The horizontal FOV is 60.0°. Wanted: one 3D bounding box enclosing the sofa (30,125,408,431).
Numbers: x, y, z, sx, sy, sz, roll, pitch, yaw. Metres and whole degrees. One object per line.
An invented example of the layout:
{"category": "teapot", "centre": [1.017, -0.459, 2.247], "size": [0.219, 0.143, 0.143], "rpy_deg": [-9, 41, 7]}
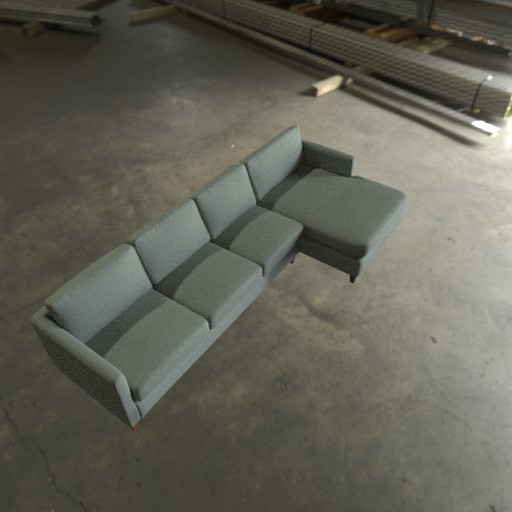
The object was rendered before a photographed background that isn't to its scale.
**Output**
{"category": "sofa", "centre": [0.000, 0.000, 4.049], "size": [1.604, 0.950, 3.471], "rpy_deg": [26, 49, 25]}
